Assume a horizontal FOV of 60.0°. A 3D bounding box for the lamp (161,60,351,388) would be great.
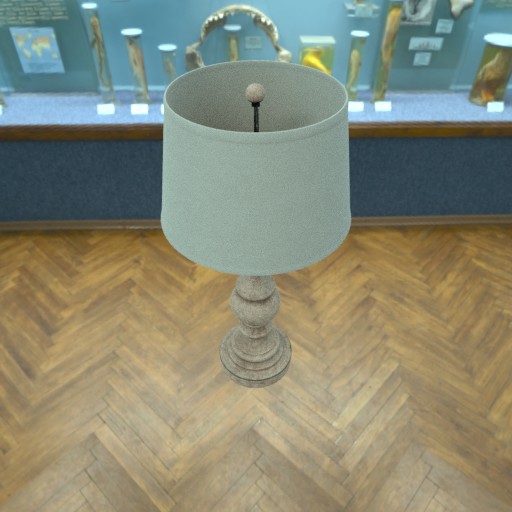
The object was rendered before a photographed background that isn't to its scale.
[{"bbox_3d":[0.000,0.000,0.877,0.340,0.678,0.340,0,42,0],"label":"lamp"}]
